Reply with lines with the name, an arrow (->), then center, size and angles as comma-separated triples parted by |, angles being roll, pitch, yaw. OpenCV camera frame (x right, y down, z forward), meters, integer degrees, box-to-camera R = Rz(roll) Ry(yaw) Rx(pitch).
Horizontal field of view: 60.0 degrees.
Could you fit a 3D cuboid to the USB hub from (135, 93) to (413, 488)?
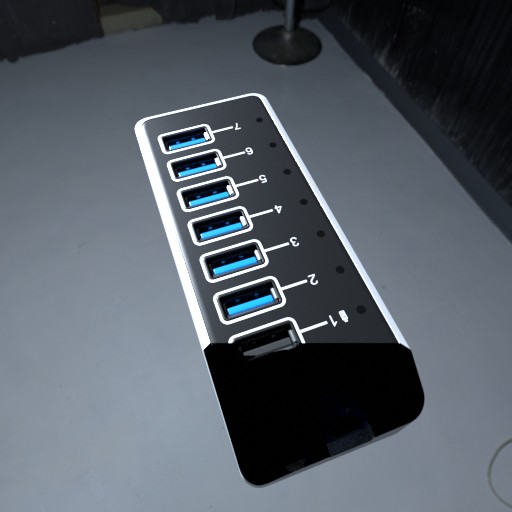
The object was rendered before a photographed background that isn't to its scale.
USB hub -> 0.000, 0.000, 0.126 | 0.044, 0.023, 0.110 | -17, 59, -11
